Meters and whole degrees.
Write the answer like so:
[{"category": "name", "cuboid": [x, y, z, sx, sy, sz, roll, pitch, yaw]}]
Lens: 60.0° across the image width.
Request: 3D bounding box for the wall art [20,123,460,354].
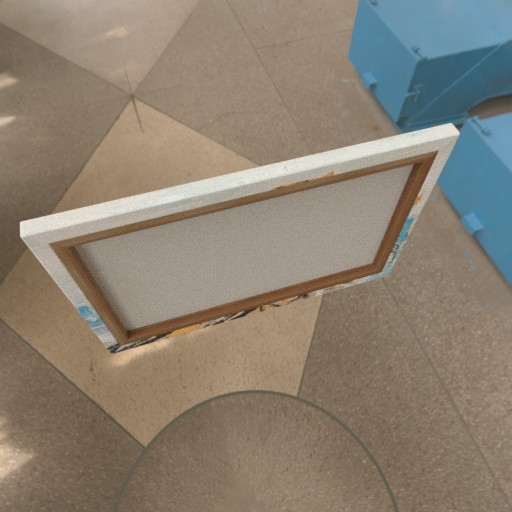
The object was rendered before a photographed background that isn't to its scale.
[{"category": "wall art", "cuboid": [0.000, 0.000, 1.146, 0.913, 0.609, 0.038, -15, 59, -9]}]
